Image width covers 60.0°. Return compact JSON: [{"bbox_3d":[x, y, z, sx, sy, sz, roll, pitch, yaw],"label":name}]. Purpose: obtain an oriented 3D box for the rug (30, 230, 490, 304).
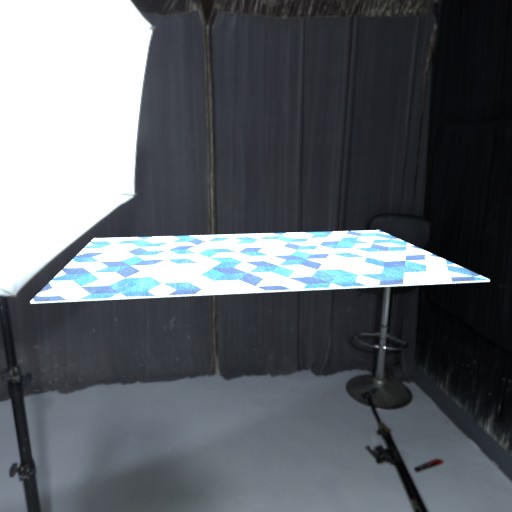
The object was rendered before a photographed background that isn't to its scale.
[{"bbox_3d":[0.000,0.000,3.045,2.438,0.015,1.518,-2,14,-8],"label":"rug"}]
